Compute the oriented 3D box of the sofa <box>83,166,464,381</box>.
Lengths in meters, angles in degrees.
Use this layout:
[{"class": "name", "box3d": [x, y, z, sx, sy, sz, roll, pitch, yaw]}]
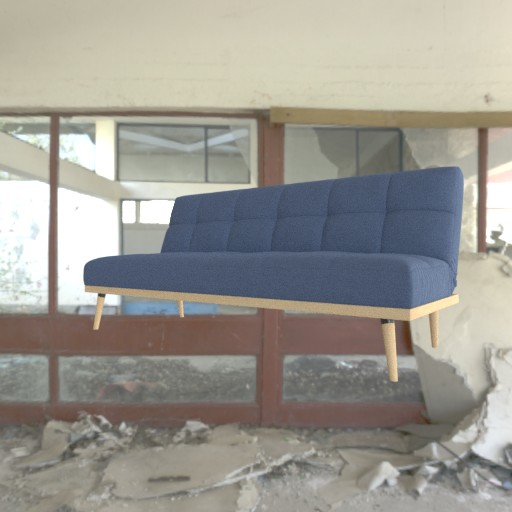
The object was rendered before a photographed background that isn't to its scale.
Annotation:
[{"class": "sofa", "box3d": [0.000, 0.000, 2.214, 1.800, 0.800, 0.796, 0, 0, 37]}]
